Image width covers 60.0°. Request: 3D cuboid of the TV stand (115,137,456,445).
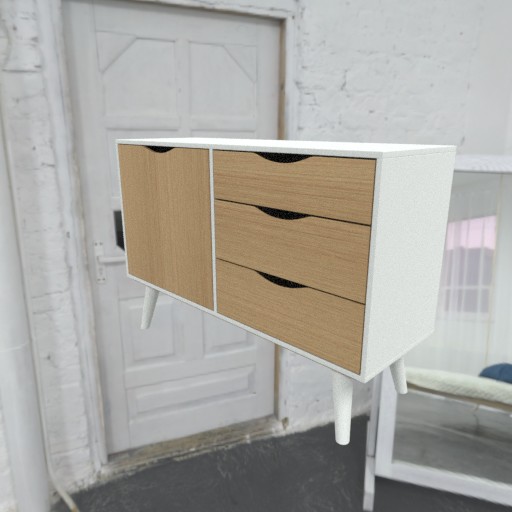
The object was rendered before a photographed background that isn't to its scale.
[{"bbox_3d":[0.000,0.000,1.630,1.193,0.812,0.406,16,23,43],"label":"TV stand"}]
